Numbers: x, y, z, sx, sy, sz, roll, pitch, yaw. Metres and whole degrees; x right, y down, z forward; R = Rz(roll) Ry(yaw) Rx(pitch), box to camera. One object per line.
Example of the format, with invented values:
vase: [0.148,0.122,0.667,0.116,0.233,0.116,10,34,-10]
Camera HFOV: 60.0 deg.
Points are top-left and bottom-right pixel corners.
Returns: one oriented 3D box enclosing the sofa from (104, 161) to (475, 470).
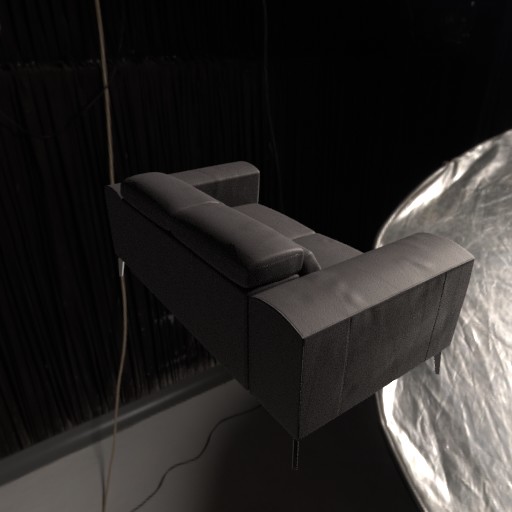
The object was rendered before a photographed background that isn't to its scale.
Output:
sofa: [0.000,0.000,2.418,1.003,0.779,1.895,-18,32,-31]
